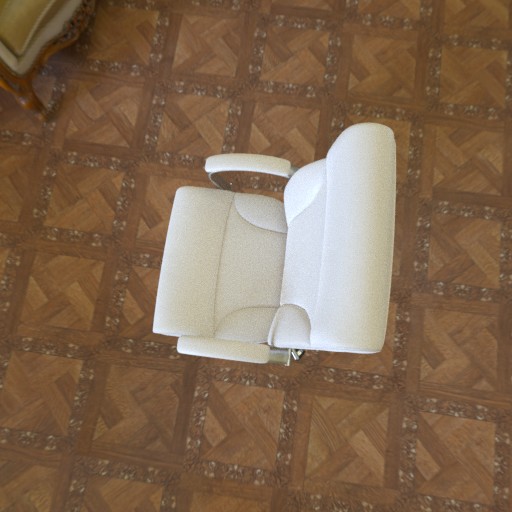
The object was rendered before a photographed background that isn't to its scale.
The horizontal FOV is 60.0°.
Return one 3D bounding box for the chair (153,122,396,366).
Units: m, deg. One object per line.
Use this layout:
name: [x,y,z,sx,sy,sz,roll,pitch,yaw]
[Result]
chair: [0.000,0.000,1.572,0.745,1.099,0.727,7,77,2]
